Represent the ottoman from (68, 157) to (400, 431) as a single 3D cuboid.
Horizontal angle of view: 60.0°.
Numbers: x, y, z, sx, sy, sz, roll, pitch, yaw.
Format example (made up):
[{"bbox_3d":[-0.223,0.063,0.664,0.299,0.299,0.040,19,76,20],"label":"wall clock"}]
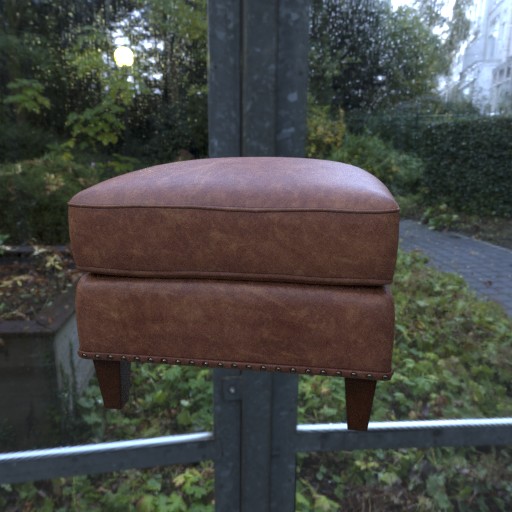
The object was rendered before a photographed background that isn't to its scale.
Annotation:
[{"bbox_3d":[0.000,0.000,1.116,0.586,0.486,0.742,2,14,8],"label":"ottoman"}]
